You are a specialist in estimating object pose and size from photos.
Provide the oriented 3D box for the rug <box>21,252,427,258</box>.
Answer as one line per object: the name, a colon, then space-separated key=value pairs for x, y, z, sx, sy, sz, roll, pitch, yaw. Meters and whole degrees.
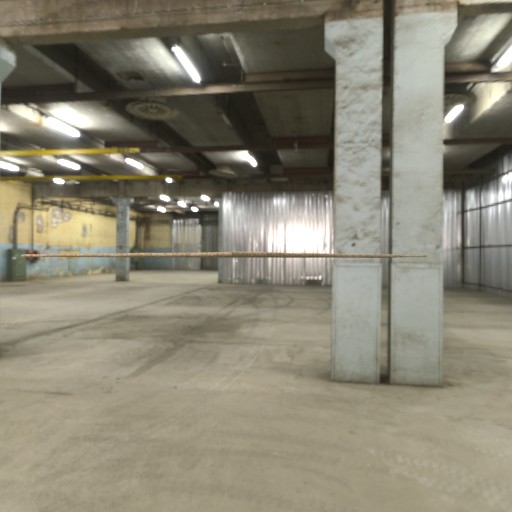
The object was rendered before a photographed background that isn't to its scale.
rug: x=0.000 y=0.000 z=2.311 sx=1.211 sy=0.018 sz=1.822 roll=0 pitch=0 yaw=37
